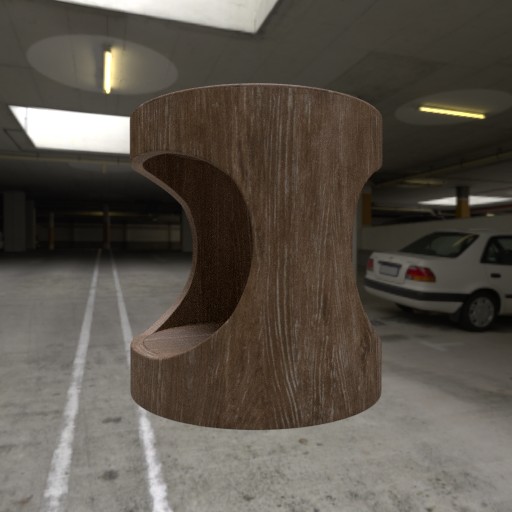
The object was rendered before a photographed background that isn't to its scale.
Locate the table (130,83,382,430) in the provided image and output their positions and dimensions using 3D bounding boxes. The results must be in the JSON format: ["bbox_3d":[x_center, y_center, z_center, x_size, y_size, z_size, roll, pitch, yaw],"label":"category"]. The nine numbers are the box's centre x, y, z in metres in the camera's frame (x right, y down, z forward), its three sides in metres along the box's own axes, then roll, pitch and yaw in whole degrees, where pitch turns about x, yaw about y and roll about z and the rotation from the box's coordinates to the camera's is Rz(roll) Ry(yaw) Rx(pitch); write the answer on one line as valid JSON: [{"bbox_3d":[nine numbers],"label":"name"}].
[{"bbox_3d":[0.000,0.000,0.965,0.527,0.551,0.527,0,1,0],"label":"table"}]
